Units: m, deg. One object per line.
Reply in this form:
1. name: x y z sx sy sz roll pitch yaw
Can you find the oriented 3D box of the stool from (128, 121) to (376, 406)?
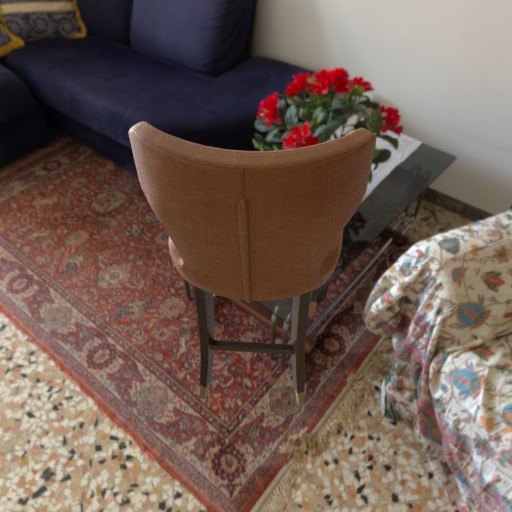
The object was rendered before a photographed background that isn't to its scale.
1. stool: 0.000 0.000 1.398 0.526 1.092 0.563 3 47 3
